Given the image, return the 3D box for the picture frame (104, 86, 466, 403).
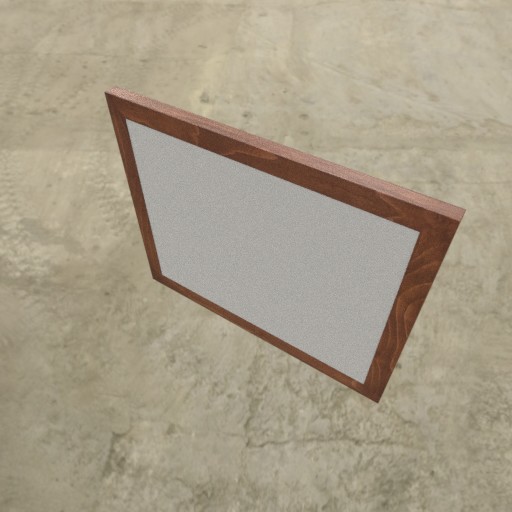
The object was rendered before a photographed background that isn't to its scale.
[{"bbox_3d":[0.000,0.000,0.772,0.559,0.457,0.025,25,52,22],"label":"picture frame"}]
